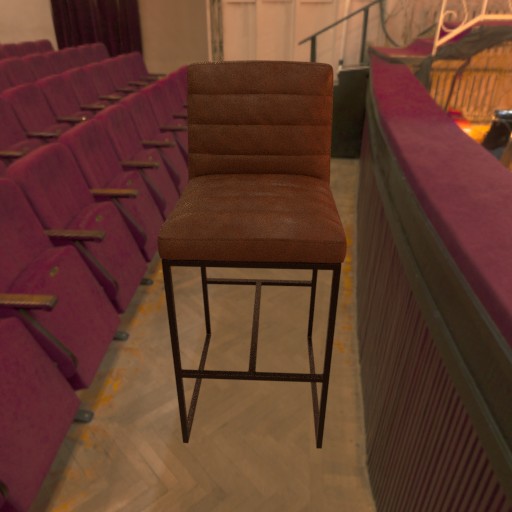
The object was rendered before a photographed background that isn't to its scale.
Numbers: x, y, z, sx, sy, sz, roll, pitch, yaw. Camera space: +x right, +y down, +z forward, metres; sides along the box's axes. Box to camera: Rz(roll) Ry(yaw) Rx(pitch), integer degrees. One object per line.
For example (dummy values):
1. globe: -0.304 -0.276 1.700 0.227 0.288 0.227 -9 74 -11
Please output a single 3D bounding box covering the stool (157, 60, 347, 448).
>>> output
1. stool: 0.000 0.000 1.370 0.463 1.065 0.562 1 29 2
